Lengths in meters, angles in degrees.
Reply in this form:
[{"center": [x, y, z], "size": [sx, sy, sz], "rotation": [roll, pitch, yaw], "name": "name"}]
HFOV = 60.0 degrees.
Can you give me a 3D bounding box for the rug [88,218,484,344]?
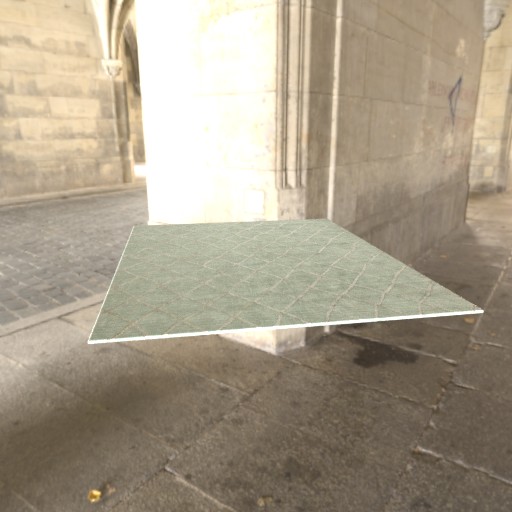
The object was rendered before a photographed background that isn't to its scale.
[{"center": [0.000, 0.000, 4.068], "size": [2.420, 0.019, 3.039], "rotation": [-3, 16, -10], "name": "rug"}]
